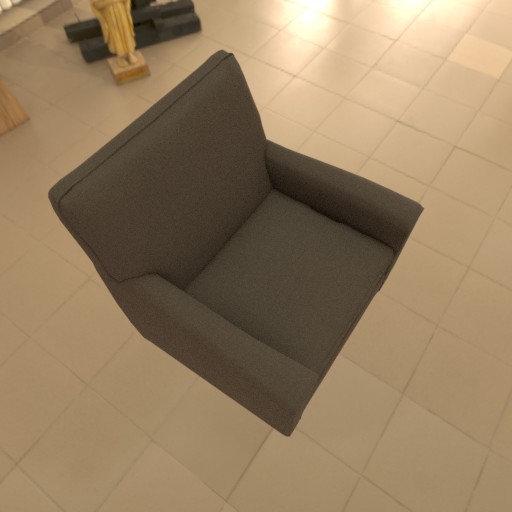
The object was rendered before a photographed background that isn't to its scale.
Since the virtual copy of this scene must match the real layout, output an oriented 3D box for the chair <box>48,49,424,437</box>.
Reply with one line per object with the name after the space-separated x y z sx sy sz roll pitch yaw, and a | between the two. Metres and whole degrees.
0.000 0.000 1.583 0.831 0.911 0.836 31 63 17 | chair
